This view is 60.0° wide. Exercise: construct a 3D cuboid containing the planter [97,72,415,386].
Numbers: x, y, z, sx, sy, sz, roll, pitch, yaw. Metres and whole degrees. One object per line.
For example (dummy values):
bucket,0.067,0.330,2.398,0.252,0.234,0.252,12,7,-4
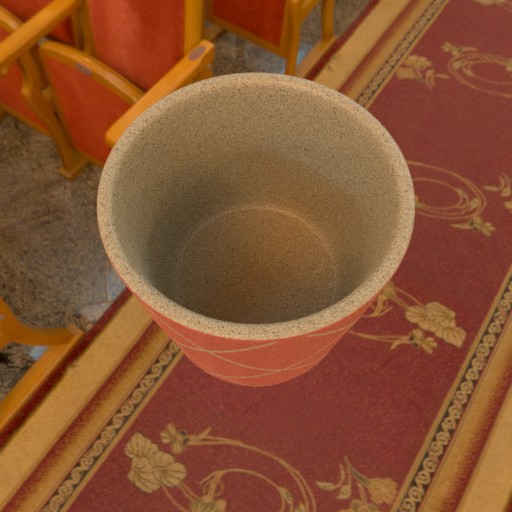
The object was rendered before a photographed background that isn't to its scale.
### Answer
planter,0.000,0.000,0.423,0.227,0.235,0.227,0,64,0
